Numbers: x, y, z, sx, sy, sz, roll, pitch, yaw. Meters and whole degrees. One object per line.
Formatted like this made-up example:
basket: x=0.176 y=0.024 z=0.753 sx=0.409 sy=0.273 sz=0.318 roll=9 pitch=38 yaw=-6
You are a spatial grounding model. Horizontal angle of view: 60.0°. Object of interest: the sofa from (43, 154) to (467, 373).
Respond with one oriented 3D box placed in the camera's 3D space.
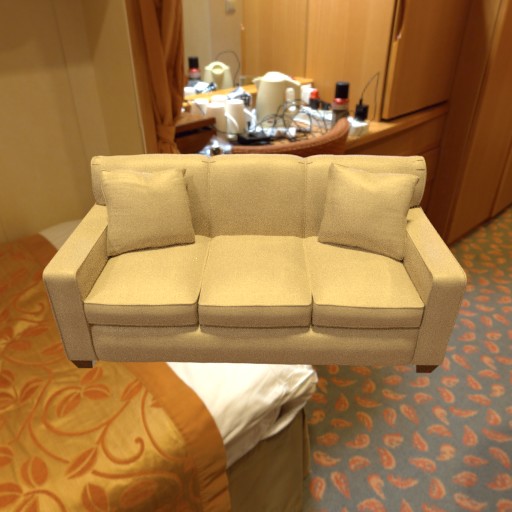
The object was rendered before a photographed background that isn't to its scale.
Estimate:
sofa: x=0.000 y=0.000 z=2.543 sx=2.024 sy=0.958 sz=0.997 roll=1 pitch=31 yaw=1
